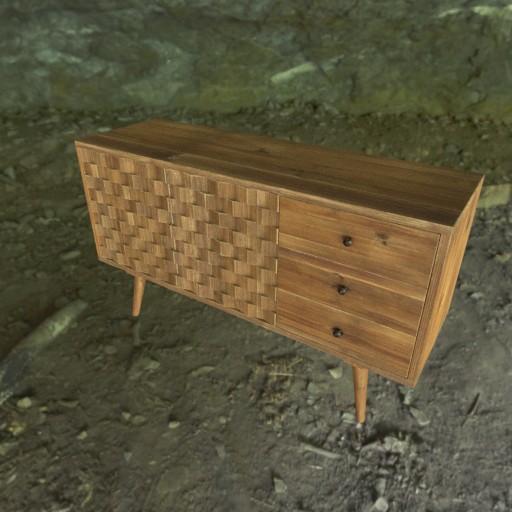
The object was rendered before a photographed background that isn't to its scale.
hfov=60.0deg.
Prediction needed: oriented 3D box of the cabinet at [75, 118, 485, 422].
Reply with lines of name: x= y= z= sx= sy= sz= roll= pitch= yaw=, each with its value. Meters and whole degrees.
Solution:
cabinet: x=0.000 y=0.000 z=1.741 sx=1.400 sy=0.800 sz=0.472 roll=18 pitch=34 yaw=28
